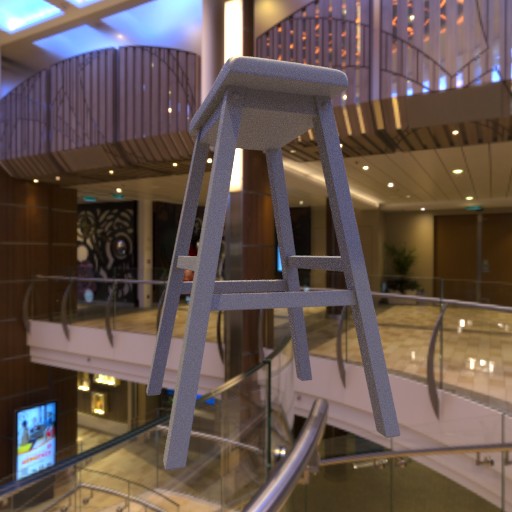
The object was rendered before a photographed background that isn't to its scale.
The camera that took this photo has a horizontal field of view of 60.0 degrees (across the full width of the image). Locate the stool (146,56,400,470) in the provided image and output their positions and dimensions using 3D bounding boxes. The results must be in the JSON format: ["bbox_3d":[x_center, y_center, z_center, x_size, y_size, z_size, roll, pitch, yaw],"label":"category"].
[{"bbox_3d":[0.000,0.000,1.051,0.476,0.737,0.457,0,0,-18],"label":"stool"}]
